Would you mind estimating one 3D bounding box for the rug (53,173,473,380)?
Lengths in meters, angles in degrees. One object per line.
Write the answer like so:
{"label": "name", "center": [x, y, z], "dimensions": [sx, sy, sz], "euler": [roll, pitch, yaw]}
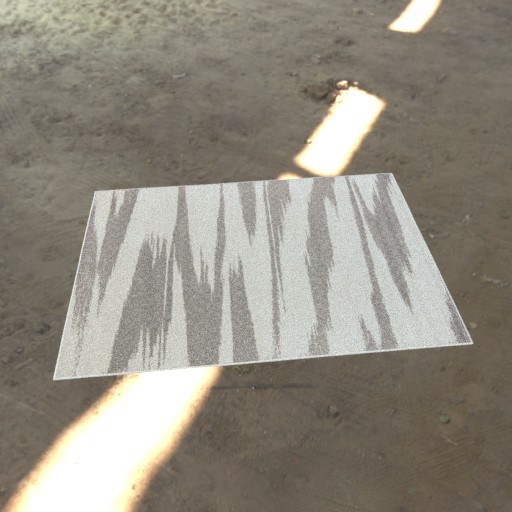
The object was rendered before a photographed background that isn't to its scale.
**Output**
{"label": "rug", "center": [0.000, 0.000, 2.313], "dimensions": [1.827, 0.008, 1.225], "euler": [-4, 49, -4]}
